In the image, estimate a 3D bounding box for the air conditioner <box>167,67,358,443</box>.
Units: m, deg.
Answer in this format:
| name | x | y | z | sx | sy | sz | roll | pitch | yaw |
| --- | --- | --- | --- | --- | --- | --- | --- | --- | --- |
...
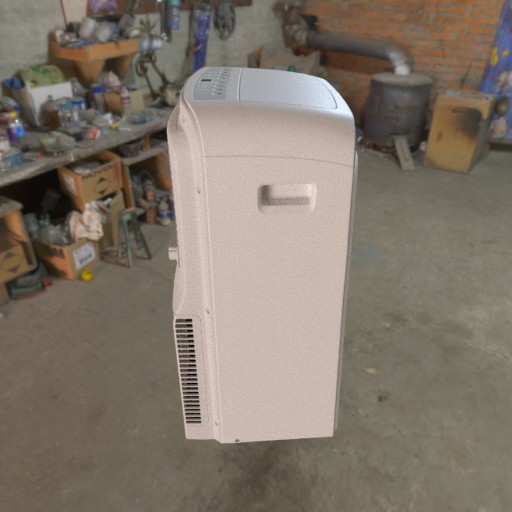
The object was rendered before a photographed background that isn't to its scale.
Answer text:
| name | x | y | z | sx | sy | sz | roll | pitch | yaw |
| --- | --- | --- | --- | --- | --- | --- | --- | --- | --- |
| air conditioner | 0.000 | 0.000 | 0.936 | 0.365 | 0.700 | 0.454 | 0 | 31 | -1 |
